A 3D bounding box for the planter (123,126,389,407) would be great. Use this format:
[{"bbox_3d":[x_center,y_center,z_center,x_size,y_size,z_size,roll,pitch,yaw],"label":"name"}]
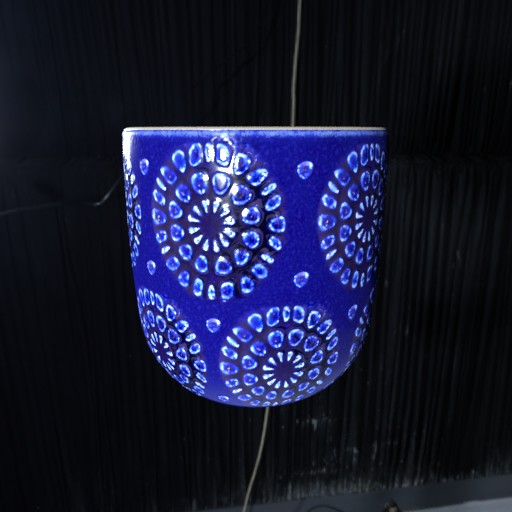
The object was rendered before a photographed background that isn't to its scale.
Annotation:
[{"bbox_3d":[0.000,0.000,0.201,0.109,0.112,0.109,0,16,0],"label":"planter"}]
